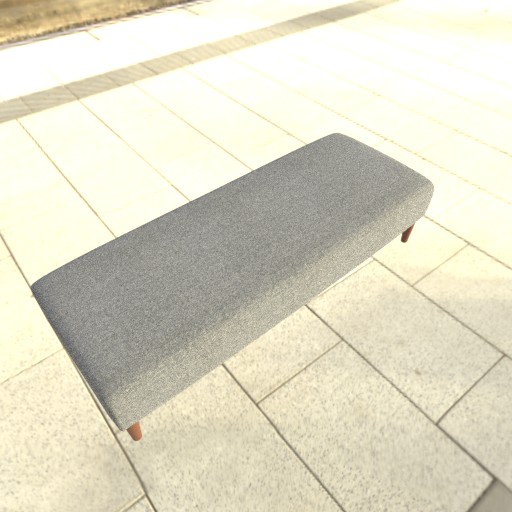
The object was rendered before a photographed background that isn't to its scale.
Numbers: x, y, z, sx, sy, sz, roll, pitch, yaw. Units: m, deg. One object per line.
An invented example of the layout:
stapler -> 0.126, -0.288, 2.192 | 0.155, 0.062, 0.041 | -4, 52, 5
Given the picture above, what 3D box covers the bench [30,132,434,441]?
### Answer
bench -> 0.000, 0.000, 1.859 | 1.598, 0.384, 0.631 | -31, 53, -27
